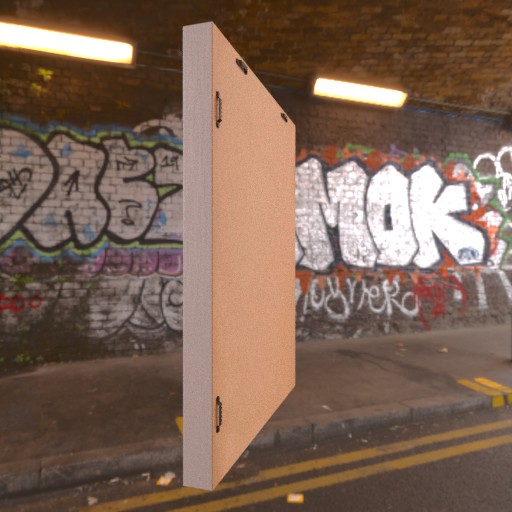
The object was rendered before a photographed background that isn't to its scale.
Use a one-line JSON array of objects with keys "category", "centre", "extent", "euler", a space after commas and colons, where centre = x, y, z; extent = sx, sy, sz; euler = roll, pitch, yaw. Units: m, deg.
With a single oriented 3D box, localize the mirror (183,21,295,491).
[{"category": "mirror", "centre": [0.000, 0.000, 0.676], "extent": [0.041, 0.508, 0.405], "euler": [0, 0, 18]}]
